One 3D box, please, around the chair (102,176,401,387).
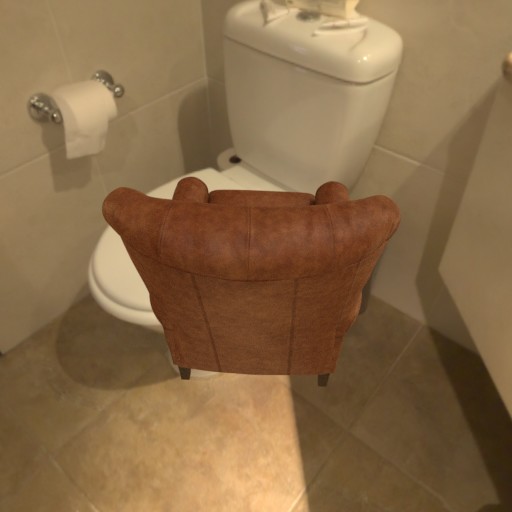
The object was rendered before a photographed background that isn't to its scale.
[{"bbox_3d":[0.000,0.000,1.928,0.951,1.164,1.059,2,47,2],"label":"chair"}]
